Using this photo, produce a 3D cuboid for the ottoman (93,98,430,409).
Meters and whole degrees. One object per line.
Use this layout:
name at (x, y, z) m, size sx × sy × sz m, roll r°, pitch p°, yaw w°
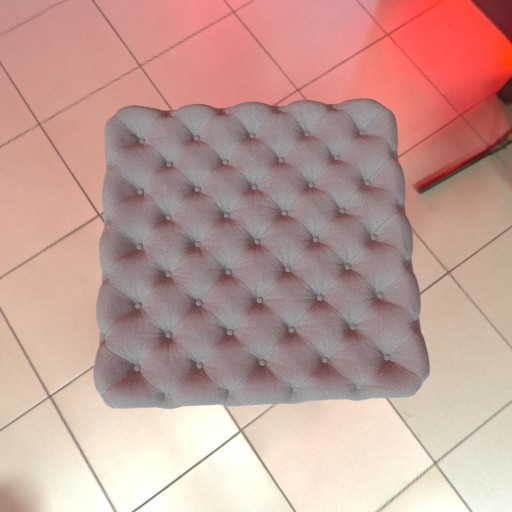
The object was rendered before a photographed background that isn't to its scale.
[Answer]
ottoman at (0.000, 0.000, 1.439) m, size 0.917 × 0.439 × 0.911 m, roll -2°, pitch 76°, yaw -1°
